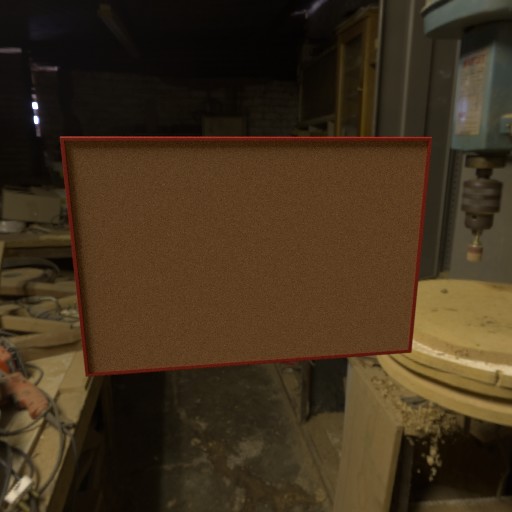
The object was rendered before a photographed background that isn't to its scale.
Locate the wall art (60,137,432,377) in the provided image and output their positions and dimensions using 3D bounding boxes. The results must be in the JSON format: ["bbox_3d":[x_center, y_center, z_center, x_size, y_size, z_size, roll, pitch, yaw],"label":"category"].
[{"bbox_3d":[0.000,0.000,0.782,0.607,0.405,0.033,-2,15,-8],"label":"wall art"}]
